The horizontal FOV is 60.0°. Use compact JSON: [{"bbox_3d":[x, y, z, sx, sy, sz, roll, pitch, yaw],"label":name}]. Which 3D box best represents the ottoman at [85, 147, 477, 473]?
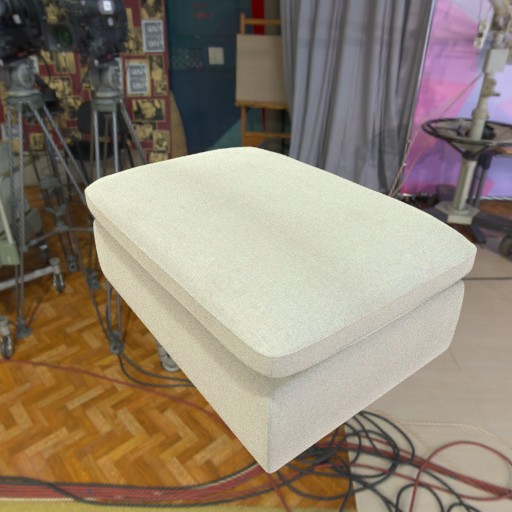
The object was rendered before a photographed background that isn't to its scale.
[{"bbox_3d":[0.000,0.000,1.308,0.686,0.453,0.984,-21,36,-31],"label":"ottoman"}]
